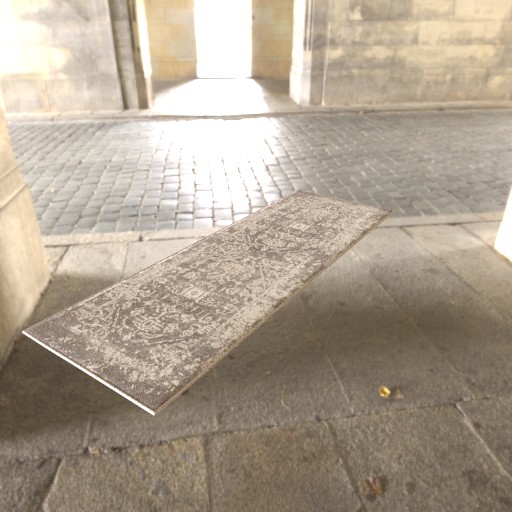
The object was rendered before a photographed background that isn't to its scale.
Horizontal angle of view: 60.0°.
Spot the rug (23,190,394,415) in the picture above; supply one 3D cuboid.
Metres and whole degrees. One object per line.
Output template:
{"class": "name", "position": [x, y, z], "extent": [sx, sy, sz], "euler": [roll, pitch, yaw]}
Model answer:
{"class": "rug", "position": [0.000, 0.000, 2.669], "extent": [0.855, 0.017, 2.452], "euler": [18, 32, 31]}
